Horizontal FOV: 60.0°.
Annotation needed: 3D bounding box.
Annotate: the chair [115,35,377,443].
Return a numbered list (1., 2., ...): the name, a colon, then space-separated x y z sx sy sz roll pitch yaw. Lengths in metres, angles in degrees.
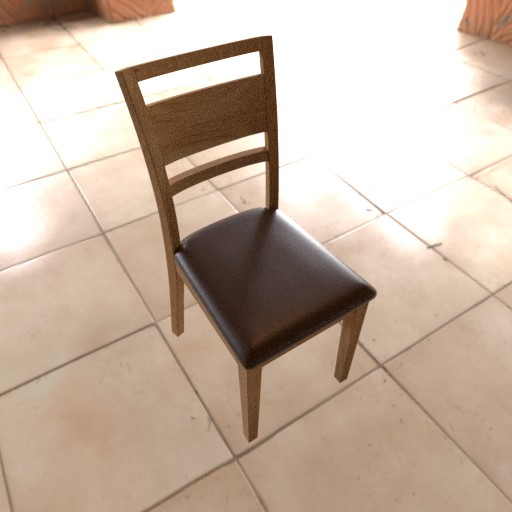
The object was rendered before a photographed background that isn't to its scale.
1. chair: 0.000 0.000 1.208 0.420 0.940 0.545 -25 50 -23
